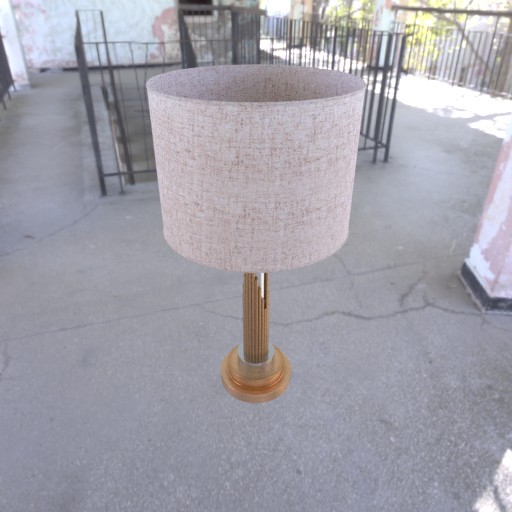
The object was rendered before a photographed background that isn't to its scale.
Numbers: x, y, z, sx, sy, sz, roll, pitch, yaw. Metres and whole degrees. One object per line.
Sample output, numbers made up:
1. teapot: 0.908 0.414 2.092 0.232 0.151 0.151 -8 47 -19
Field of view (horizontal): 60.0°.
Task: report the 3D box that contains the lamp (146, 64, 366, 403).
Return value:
1. lamp: 0.000 0.000 0.815 0.321 0.610 0.321 1 31 2
